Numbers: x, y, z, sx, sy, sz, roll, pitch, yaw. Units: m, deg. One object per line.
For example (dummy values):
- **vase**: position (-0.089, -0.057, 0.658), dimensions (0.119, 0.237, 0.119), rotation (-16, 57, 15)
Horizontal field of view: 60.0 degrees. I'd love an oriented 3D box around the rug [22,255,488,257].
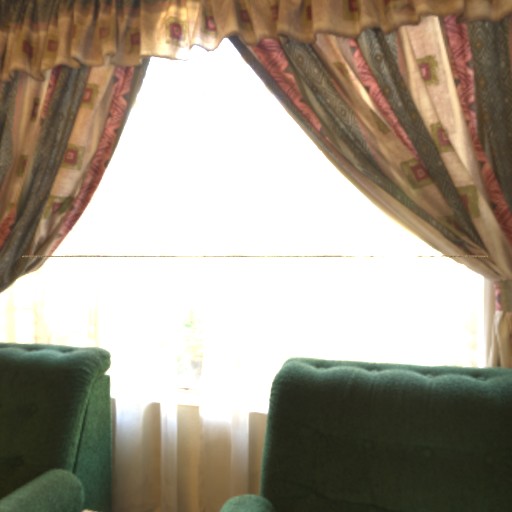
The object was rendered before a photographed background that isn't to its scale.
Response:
- **rug**: position (0.000, 0.000, 2.704), dimensions (2.438, 0.006, 0.783), rotation (0, 0, -1)
